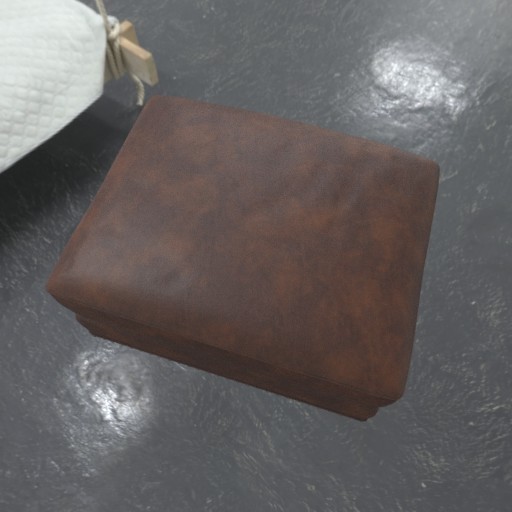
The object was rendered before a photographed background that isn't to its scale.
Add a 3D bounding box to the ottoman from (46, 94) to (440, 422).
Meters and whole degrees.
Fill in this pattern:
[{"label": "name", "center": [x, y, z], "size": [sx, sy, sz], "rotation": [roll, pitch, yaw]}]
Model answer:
[{"label": "ottoman", "center": [0.000, 0.000, 1.119], "size": [0.742, 0.486, 0.586], "rotation": [16, 65, 7]}]
